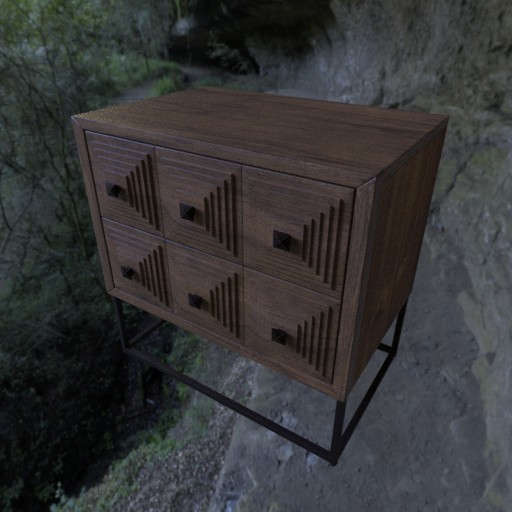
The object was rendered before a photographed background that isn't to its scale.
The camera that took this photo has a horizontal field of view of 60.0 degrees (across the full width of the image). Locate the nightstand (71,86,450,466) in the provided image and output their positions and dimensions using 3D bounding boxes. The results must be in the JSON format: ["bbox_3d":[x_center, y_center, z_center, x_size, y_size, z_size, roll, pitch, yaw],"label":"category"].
[{"bbox_3d":[0.000,0.000,0.996,0.610,0.610,0.437,18,35,28],"label":"nightstand"}]
